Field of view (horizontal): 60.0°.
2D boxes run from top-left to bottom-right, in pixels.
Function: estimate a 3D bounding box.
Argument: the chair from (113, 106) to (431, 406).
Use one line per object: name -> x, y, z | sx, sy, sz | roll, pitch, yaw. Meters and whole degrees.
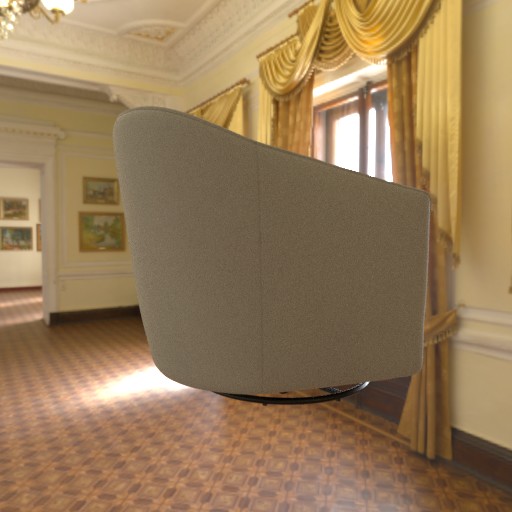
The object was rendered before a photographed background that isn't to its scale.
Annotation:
chair -> 0.000, 0.000, 1.438 | 0.875, 0.799, 0.747 | -1, 3, -20
